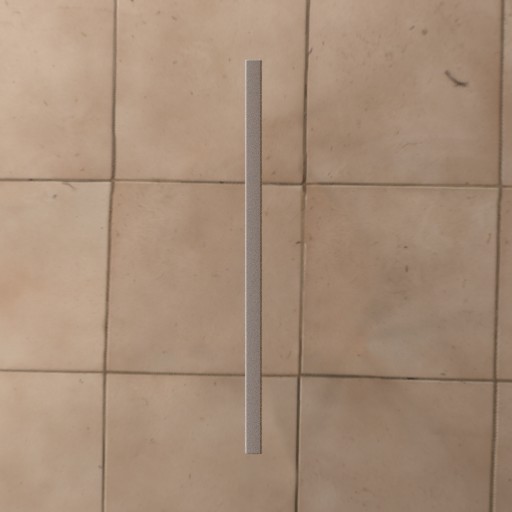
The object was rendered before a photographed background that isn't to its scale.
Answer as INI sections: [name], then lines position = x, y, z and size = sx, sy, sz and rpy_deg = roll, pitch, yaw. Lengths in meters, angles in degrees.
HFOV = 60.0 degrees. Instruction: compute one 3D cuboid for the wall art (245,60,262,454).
[wall art]
position = 0.000, 0.000, 1.632
size = 0.038, 1.212, 0.914
rpy_deg = 0, 90, 1
